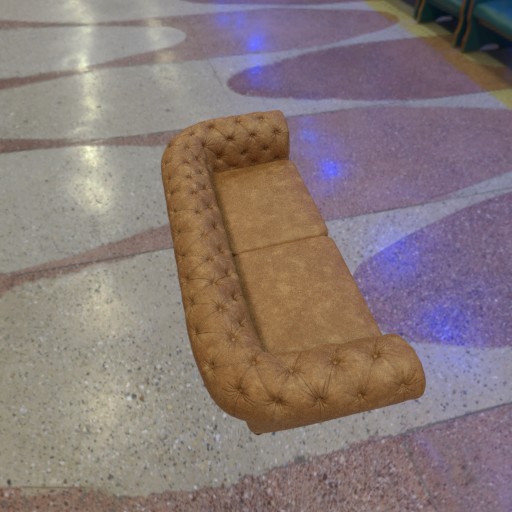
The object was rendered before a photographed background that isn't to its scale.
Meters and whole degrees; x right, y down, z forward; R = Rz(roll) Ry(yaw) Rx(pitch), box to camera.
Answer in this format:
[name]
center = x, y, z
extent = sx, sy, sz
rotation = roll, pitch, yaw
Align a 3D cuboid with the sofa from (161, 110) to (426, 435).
[sofa]
center = 0.000, 0.000, 2.803
extent = 0.989, 0.760, 2.365
rotation = -10, 48, -9
